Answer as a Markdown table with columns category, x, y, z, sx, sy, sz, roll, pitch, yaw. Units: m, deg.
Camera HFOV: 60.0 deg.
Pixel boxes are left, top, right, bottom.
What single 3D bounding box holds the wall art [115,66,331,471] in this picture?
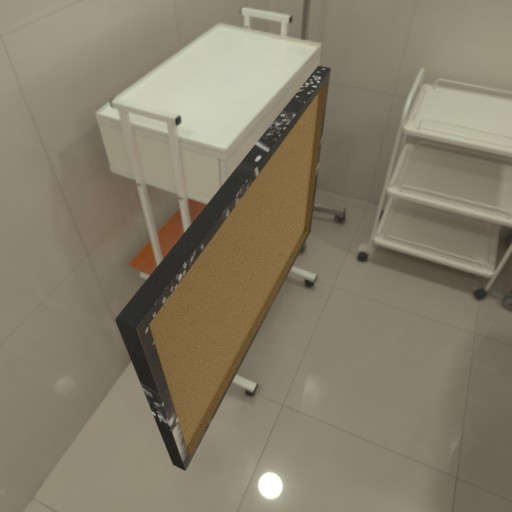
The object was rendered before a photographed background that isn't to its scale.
| category | x | y | z | sx | sy | sz | roll | pitch | yaw |
| --- | --- | --- | --- | --- | --- | --- | --- | --- | --- |
| wall art | 0.000 | 0.000 | 1.135 | 0.038 | 0.609 | 0.914 | 18 | 49 | 16 |
